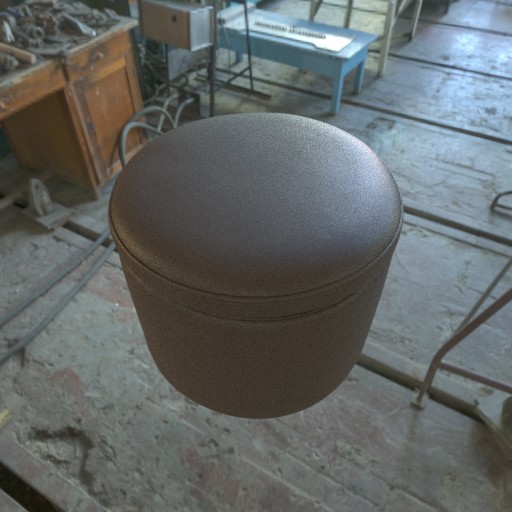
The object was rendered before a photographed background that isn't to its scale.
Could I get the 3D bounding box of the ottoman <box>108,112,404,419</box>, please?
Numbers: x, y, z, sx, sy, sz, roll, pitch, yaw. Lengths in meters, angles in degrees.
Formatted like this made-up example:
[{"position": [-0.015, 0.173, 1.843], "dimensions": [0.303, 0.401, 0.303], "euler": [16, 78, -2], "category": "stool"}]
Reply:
[{"position": [0.000, 0.000, 0.879], "dimensions": [0.500, 0.409, 0.500], "euler": [0, 46, 0], "category": "ottoman"}]
